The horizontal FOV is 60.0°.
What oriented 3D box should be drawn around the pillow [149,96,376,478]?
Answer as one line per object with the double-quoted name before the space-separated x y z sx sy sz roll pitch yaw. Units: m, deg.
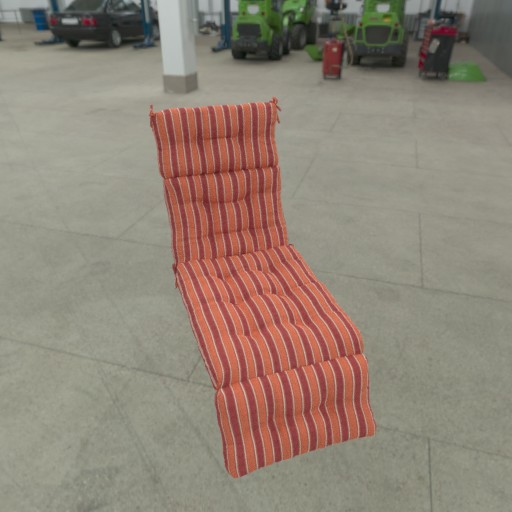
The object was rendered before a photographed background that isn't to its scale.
"pillow" 0.000 0.000 1.517 0.526 0.863 1.016 -10 32 -16
